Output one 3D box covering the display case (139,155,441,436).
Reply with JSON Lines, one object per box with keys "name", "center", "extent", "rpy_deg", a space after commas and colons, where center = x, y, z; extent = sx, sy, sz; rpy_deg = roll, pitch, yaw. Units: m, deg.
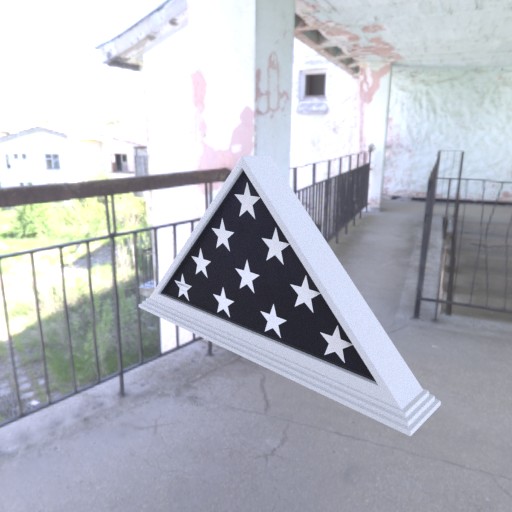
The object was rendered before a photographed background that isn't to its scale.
{"name": "display case", "center": [0.000, 0.000, 0.770], "extent": [0.640, 0.340, 0.095], "rpy_deg": [14, 21, 42]}
